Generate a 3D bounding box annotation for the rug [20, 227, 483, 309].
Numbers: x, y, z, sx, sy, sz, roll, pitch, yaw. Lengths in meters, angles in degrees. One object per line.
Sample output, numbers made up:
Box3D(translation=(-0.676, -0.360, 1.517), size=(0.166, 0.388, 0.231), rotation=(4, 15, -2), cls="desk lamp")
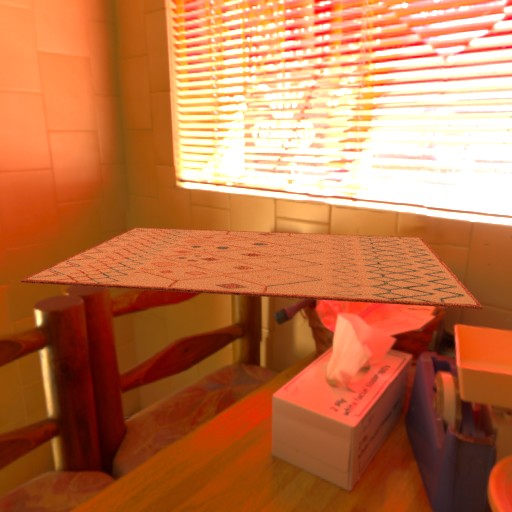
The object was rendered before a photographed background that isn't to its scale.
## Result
Box3D(translation=(0.000, 0.000, 3.022), size=(2.438, 0.015, 1.524), rotation=(2, 15, 9), cls="rug")
